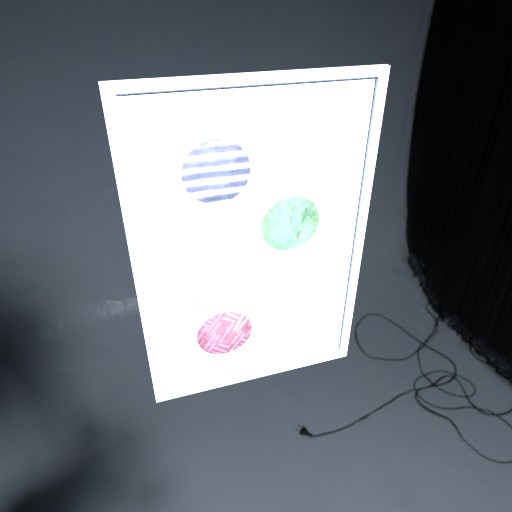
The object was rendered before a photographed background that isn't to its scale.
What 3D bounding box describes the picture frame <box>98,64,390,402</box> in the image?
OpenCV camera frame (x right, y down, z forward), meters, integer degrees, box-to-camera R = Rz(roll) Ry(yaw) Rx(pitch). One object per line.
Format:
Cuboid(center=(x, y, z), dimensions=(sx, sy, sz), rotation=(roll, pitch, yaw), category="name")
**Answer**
Cuboid(center=(0.000, 0.000, 0.848), dimensions=(0.457, 0.657, 0.013), rotation=(-10, 34, -15), category="picture frame")
